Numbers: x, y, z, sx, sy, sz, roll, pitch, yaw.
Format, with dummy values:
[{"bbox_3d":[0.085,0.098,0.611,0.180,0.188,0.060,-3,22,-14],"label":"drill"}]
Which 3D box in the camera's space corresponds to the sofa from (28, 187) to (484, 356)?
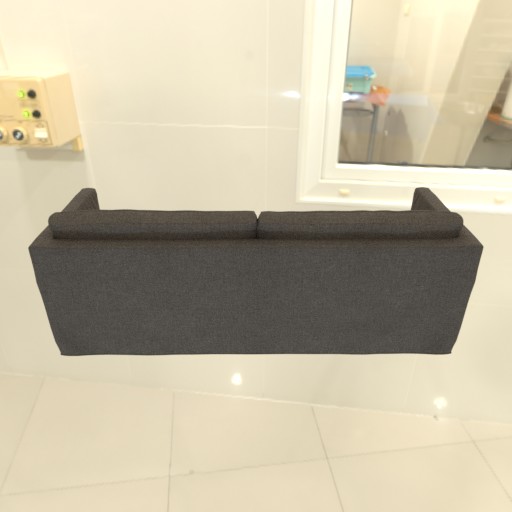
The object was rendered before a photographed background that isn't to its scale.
[{"bbox_3d":[0.000,0.000,3.254,2.779,0.998,1.036,0,29,0],"label":"sofa"}]
